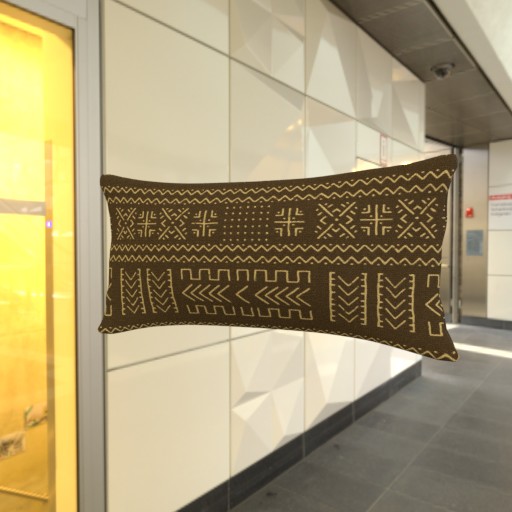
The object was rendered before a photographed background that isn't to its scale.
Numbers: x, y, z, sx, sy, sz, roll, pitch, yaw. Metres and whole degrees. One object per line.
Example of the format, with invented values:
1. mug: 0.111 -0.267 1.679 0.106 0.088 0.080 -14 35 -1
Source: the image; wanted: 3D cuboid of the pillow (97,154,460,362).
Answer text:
1. pillow: 0.000 0.000 0.794 0.667 0.322 0.135 0 1 19
